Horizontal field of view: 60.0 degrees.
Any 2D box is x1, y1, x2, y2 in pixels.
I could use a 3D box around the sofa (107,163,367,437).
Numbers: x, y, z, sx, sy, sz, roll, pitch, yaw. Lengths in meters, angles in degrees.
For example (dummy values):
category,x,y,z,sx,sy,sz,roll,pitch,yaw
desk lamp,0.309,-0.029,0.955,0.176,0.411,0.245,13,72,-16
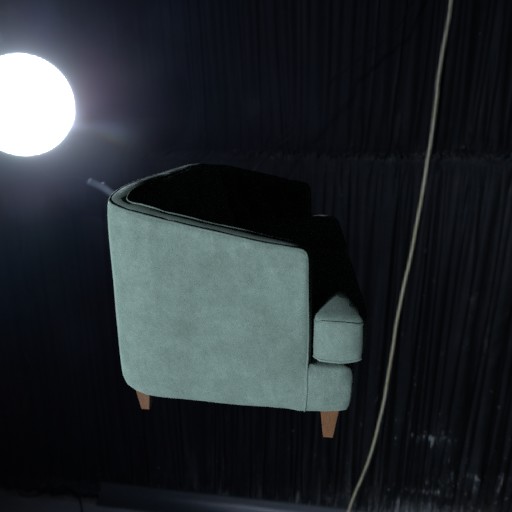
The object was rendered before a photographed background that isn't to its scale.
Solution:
category,x,y,z,sx,sy,sz,roll,pitch,yaw
sofa,0.000,0.000,2.270,0.941,0.855,1.733,2,16,6
